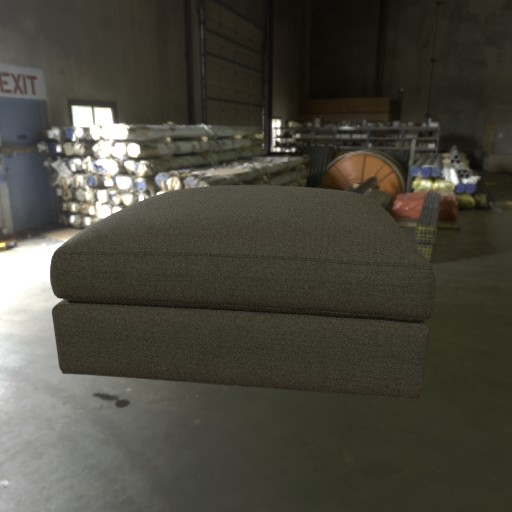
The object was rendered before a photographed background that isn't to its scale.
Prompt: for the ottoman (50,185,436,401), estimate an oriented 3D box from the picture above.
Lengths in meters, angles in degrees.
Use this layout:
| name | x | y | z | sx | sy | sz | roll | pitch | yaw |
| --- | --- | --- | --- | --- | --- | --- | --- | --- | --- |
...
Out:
| name | x | y | z | sx | sy | sz | roll | pitch | yaw |
| --- | --- | --- | --- | --- | --- | --- | --- | --- | --- |
| ottoman | 0.000 | 0.000 | 1.642 | 1.041 | 0.470 | 1.041 | 2 | 16 | 8 |
